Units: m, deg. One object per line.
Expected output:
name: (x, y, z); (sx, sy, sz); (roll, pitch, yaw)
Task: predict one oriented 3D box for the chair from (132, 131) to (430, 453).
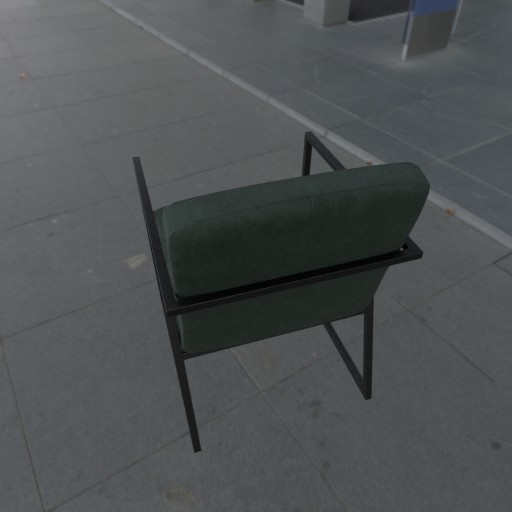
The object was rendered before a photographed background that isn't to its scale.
chair: (0.000, 0.000, 1.281); (0.571, 0.833, 0.677); (-12, 42, -13)
